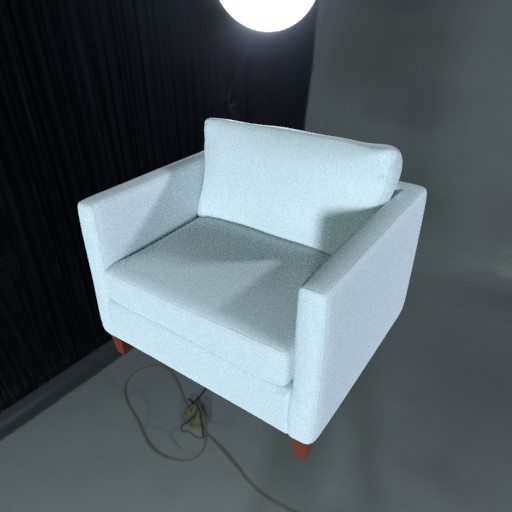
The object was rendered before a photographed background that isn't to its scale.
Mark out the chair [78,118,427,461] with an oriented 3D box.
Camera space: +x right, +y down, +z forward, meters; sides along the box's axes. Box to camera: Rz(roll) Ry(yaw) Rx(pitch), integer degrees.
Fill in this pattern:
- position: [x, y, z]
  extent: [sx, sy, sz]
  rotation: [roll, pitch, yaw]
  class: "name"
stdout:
- position: [0.000, 0.000, 1.888]
  extent: [1.107, 0.961, 0.953]
  rotation: [20, 36, 29]
  class: "chair"
